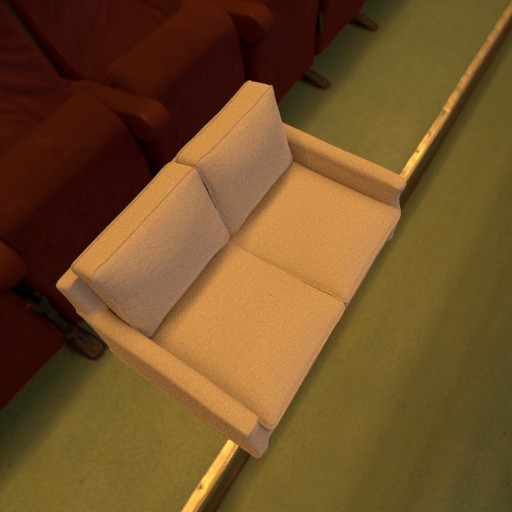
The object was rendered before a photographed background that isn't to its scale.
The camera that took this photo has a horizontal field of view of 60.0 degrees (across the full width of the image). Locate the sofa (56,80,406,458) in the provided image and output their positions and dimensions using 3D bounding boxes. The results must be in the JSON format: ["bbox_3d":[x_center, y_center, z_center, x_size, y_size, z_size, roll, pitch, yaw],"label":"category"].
[{"bbox_3d":[0.000,0.000,2.343,1.084,1.003,1.597,30,65,15],"label":"sofa"}]
